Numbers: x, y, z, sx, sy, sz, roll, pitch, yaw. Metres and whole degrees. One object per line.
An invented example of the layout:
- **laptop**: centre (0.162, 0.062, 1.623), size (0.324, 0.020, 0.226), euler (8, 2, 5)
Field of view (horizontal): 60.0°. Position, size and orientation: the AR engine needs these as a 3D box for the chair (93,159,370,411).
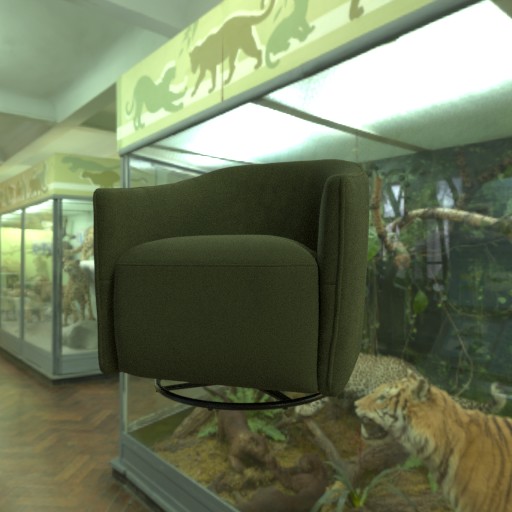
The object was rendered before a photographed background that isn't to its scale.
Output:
- **chair**: centre (0.000, 0.000, 1.497), size (0.747, 0.799, 0.875), euler (0, 0, 18)
